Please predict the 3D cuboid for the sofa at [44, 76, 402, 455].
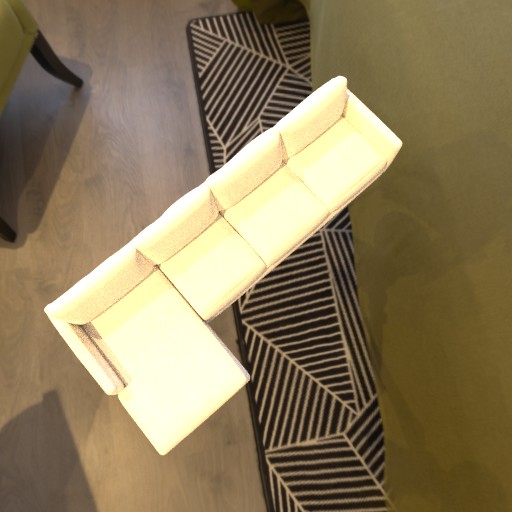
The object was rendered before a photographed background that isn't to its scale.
[{"bbox_3d":[0.000,0.000,3.752,3.186,0.875,1.467,-40,80,-9],"label":"sofa"}]
